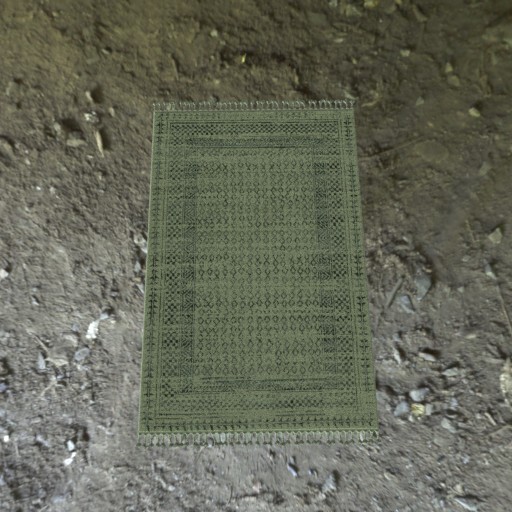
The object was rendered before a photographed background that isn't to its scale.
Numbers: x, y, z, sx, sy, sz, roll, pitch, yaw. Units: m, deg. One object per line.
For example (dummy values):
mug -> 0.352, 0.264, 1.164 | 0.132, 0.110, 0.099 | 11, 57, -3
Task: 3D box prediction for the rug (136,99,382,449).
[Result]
rug -> 0.000, 0.000, 3.090 | 1.548, 0.013, 2.486 | -1, 75, 0
